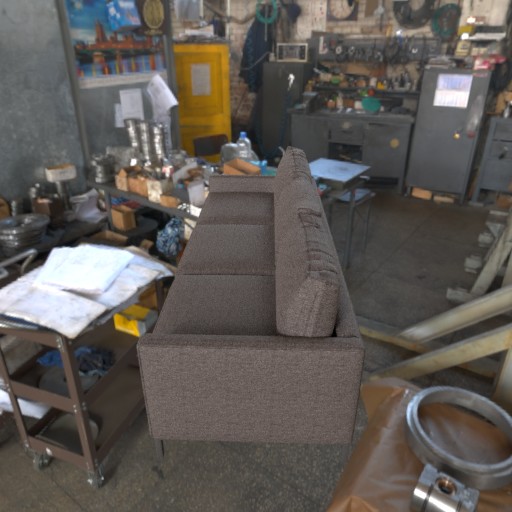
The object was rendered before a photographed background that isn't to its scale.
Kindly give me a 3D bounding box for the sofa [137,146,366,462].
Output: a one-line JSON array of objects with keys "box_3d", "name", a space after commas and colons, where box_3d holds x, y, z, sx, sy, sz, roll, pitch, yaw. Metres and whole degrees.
[{"box_3d": [0.000, 0.000, 2.692, 0.876, 0.882, 2.253, 1, 27, 2], "name": "sofa"}]
